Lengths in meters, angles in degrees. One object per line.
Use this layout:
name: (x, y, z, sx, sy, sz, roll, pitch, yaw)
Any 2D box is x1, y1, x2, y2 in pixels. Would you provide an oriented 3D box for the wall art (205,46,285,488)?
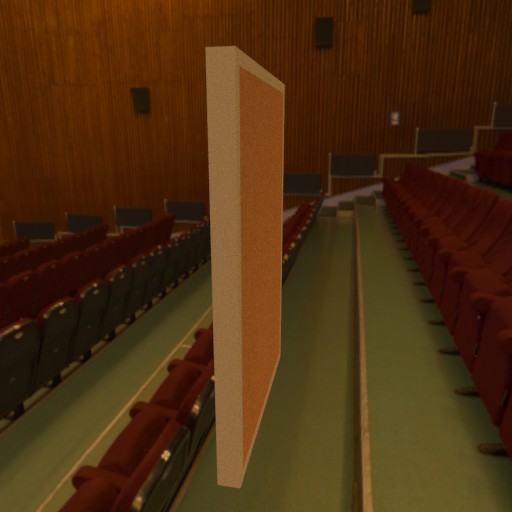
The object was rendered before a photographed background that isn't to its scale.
wall art: (0.000, 0.000, 0.551, 0.025, 0.428, 0.293, 3, 16, 11)
